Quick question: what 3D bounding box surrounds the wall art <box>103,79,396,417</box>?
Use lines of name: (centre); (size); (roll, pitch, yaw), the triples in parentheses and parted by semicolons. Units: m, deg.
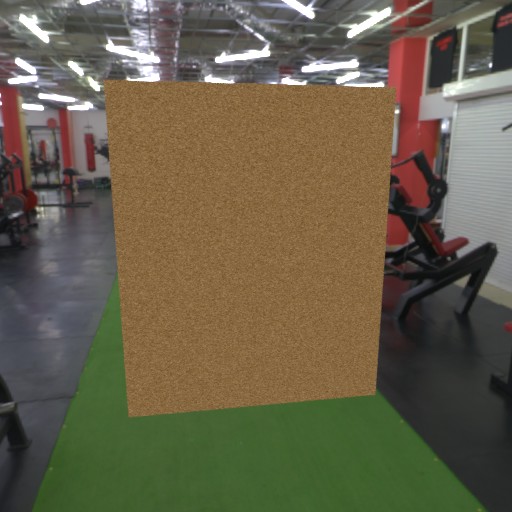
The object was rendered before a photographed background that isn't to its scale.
wall art: (0.000, 0.000, 0.780); (0.467, 0.567, 0.033); (-2, 13, -9)
